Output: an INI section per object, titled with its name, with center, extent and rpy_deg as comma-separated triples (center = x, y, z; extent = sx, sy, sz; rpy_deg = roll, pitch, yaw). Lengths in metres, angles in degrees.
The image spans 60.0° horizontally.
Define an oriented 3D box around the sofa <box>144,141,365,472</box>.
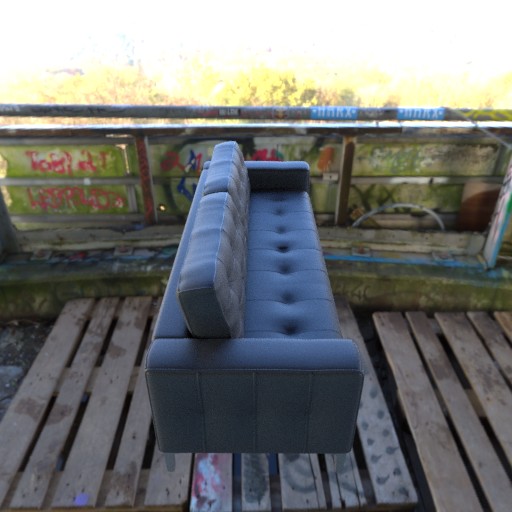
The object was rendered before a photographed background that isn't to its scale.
[sofa]
center = 0.000, 0.000, 2.658
extent = 0.833, 0.893, 2.275
rpy_deg = 0, 32, 0
